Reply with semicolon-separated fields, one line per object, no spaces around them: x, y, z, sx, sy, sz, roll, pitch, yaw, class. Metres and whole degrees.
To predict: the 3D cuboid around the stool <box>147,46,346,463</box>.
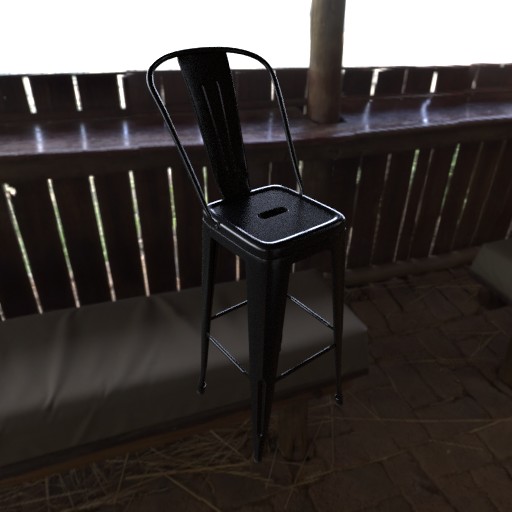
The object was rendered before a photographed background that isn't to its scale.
0.000;0.000;1.326;0.399;1.096;0.513;-21;37;-31;stool
